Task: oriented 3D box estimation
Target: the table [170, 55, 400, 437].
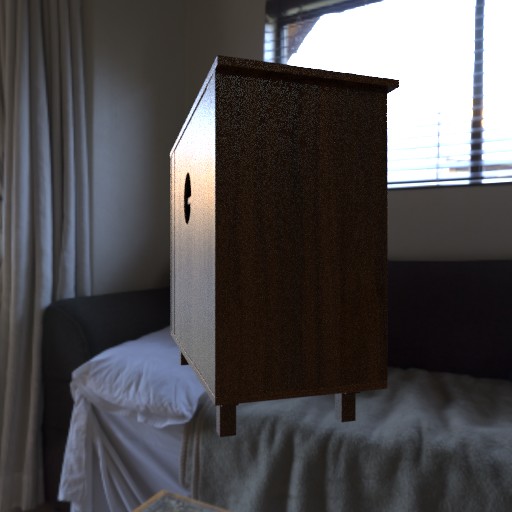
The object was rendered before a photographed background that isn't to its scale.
[{"bbox_3d":[0.000,0.000,1.238,0.390,0.725,0.802,0,0,-17],"label":"table"}]
